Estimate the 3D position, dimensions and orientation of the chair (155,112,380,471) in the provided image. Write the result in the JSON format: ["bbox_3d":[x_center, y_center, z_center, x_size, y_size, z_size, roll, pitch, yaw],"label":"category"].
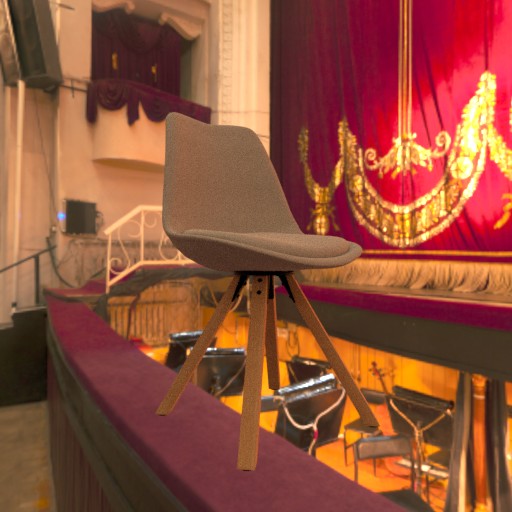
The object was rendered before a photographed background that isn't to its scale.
[{"bbox_3d":[0.000,0.000,1.199,0.474,0.863,0.549,0,0,-36],"label":"chair"}]
